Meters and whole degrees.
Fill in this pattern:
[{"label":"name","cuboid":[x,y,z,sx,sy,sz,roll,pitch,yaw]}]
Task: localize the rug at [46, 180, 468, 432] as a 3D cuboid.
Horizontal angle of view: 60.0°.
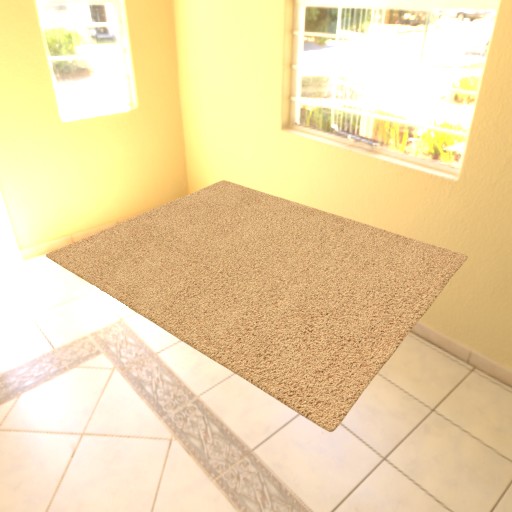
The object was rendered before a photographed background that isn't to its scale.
[{"label":"rug","cuboid":[0.000,0.000,4.072,3.047,0.029,2.438,22,37,33]}]
